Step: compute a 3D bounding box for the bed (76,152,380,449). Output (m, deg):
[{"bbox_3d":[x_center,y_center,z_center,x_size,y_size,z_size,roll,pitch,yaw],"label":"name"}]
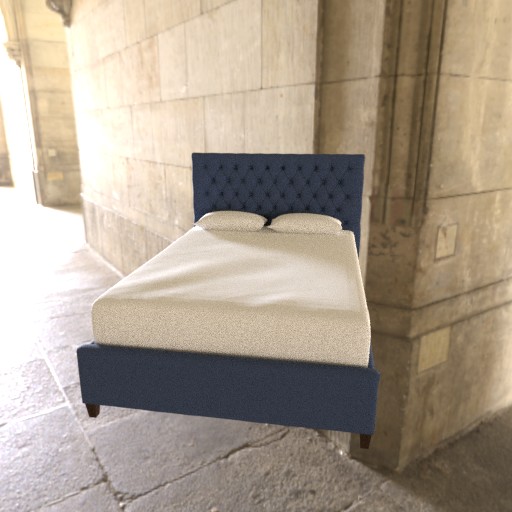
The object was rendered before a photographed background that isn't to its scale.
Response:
[{"bbox_3d":[0.000,0.000,3.424,1.706,1.427,2.387,3,16,9],"label":"bed"}]
